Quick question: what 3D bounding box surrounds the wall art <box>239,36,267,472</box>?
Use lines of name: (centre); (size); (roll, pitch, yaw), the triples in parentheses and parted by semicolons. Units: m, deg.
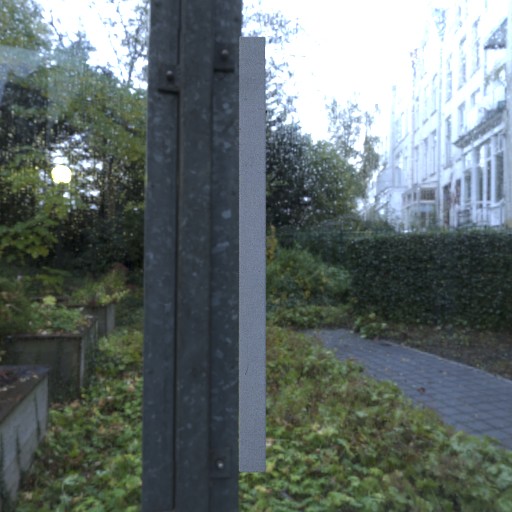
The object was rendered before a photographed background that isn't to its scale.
wall art: (0.000, 0.000, 0.916); (0.044, 0.605, 0.605); (0, -1, 0)
